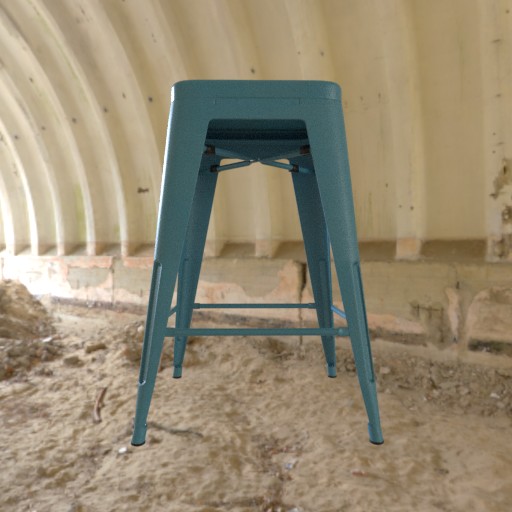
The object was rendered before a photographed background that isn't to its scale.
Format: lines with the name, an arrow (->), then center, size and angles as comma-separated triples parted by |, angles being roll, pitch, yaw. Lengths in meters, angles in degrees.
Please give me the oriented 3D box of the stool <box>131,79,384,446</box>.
stool -> 0.000, 0.000, 0.911 | 0.410, 0.608, 0.410 | 0, 0, -1
